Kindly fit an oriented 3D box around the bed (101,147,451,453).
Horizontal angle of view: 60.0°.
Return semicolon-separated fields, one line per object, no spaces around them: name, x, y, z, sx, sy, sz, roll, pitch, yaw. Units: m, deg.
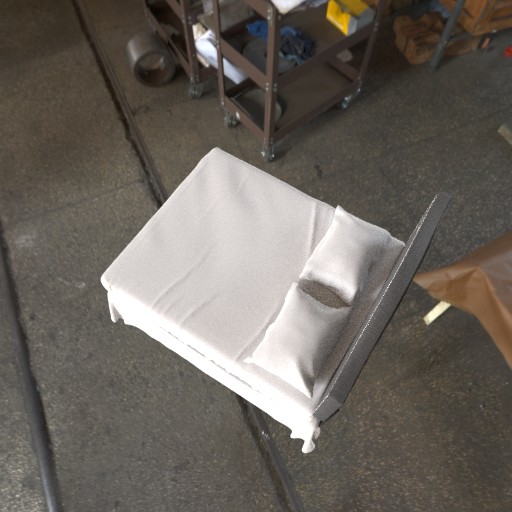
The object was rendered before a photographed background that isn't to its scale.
bed;0.000;0.000;3.443;2.221;1.645;1.876;30;67;14
